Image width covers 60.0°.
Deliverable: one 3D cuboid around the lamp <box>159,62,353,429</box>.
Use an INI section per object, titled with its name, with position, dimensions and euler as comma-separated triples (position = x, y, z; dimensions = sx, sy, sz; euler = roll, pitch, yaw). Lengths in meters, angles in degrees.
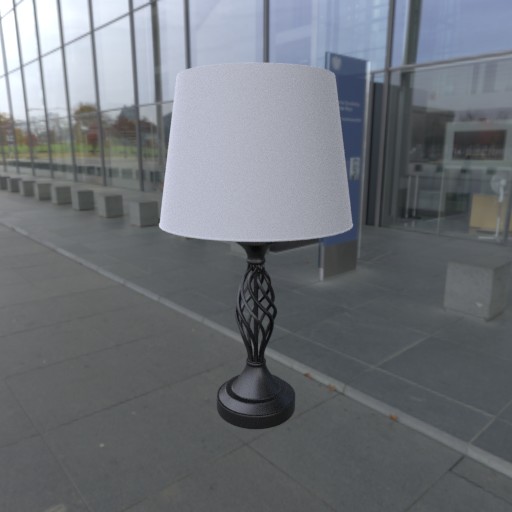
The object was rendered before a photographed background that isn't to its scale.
[lamp]
position = 0.000, 0.000, 0.786
dimensions = 0.331, 0.594, 0.331
euler = 0, 14, 0
